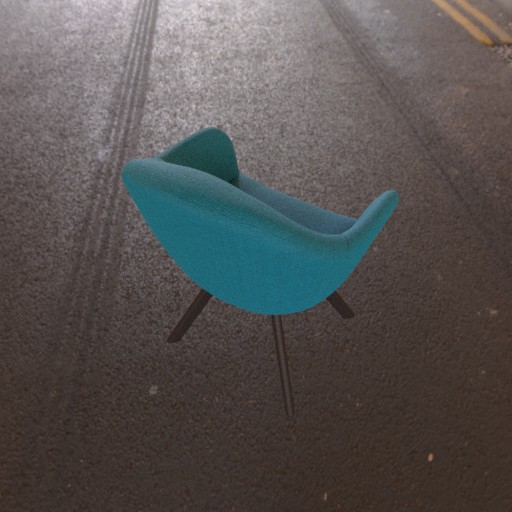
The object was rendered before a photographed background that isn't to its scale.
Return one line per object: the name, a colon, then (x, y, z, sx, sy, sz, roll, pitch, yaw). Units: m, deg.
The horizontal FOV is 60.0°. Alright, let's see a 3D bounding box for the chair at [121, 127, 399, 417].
chair: (0.000, 0.000, 1.227, 0.590, 0.795, 0.550, 25, 51, 22)
